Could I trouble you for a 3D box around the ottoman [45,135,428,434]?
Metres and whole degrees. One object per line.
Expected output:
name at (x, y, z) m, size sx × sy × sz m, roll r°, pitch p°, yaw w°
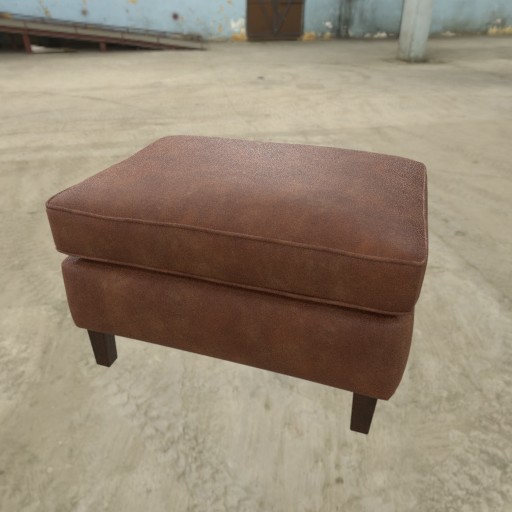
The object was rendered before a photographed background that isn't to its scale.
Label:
ottoman at (0.000, 0.000, 0.967) m, size 0.665 × 0.418 × 0.501 m, roll 9°, pitch 32°, yaw 16°
